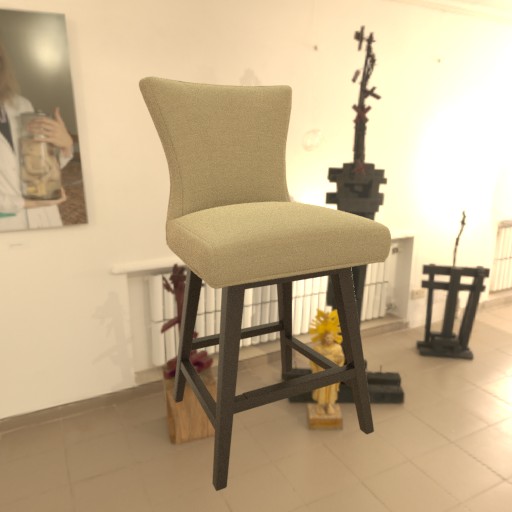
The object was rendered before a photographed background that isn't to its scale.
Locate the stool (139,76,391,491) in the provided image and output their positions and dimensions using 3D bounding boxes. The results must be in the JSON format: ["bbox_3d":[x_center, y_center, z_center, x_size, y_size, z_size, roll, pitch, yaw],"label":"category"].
[{"bbox_3d":[0.000,0.000,1.290,0.514,1.000,0.574,-7,16,-26],"label":"stool"}]
